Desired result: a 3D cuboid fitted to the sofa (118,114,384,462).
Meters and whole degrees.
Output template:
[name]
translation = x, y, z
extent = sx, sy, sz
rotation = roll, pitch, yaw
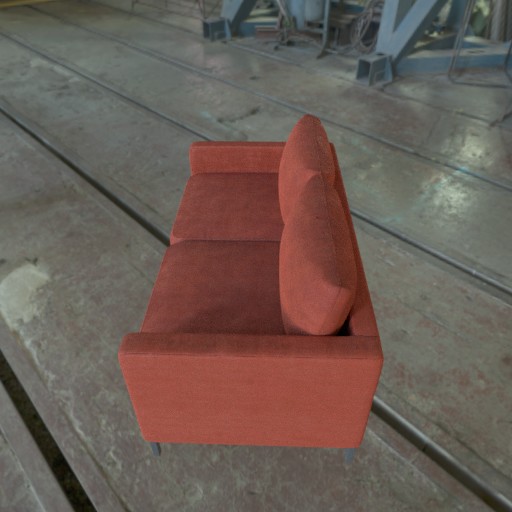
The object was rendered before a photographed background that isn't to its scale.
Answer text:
[sofa]
translation = 0.000, 0.000, 2.107
extent = 0.864, 0.896, 1.574
rotation = 1, 39, 1
